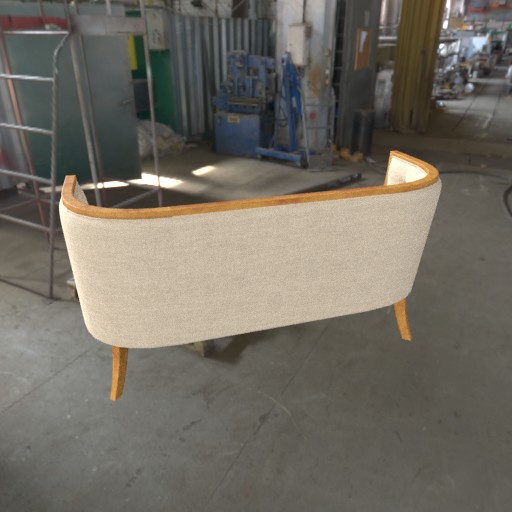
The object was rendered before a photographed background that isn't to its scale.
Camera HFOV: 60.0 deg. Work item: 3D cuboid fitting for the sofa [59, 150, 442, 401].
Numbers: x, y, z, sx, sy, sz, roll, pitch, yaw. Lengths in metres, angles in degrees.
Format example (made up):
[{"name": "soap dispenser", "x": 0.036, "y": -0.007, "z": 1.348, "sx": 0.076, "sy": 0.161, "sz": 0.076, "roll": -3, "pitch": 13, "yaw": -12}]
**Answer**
[{"name": "sofa", "x": 0.000, "y": 0.000, "z": 1.947, "sx": 1.474, "sy": 0.775, "sz": 0.770, "roll": -8, "pitch": 27, "yaw": -15}]
